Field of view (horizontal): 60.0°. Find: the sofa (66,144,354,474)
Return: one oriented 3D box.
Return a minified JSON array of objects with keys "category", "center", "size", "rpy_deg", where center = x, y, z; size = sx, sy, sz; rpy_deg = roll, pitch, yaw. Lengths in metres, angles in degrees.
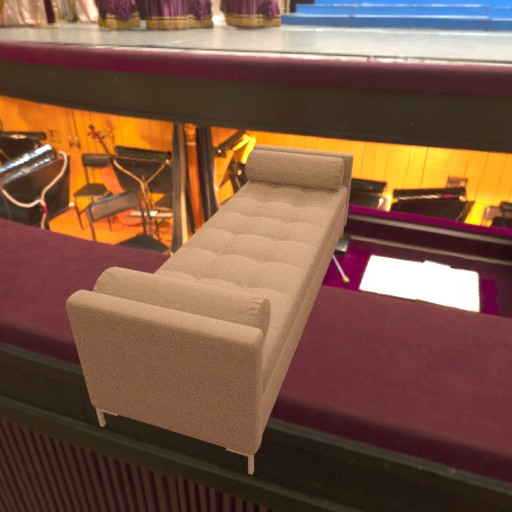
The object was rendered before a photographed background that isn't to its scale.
[{"category":"sofa","center":[0.000,0.000,2.342],"size":[0.686,0.635,1.981],"rpy_deg":[10,31,16]}]
